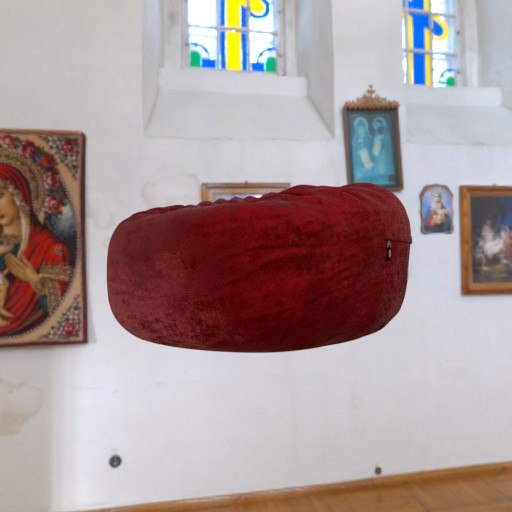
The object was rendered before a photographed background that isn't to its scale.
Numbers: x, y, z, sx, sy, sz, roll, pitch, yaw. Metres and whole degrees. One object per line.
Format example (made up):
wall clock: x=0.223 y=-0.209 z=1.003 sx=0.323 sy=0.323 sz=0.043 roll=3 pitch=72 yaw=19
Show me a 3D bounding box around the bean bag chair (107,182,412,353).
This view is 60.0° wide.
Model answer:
bean bag chair: x=0.000 y=0.000 z=2.420 sx=1.524 sy=0.878 sz=1.524 roll=-1 pitch=-1 yaw=34
